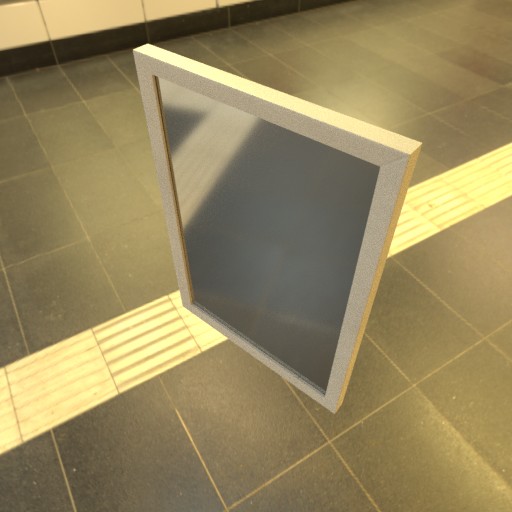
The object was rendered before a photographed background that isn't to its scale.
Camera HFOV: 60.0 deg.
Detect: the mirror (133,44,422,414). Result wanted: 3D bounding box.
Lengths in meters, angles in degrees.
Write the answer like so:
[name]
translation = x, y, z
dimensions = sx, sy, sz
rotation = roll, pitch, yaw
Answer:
[mirror]
translation = 0.000, 0.000, 0.908
dimensions = 0.507, 0.710, 0.040
rotation = 30, 53, 26
